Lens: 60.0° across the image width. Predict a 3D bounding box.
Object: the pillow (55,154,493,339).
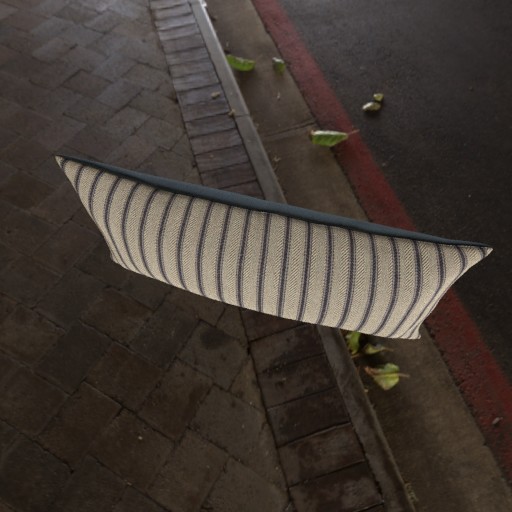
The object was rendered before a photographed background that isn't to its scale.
[{"bbox_3d":[0.000,0.000,0.718,0.609,0.305,0.151,14,58,9],"label":"pillow"}]
